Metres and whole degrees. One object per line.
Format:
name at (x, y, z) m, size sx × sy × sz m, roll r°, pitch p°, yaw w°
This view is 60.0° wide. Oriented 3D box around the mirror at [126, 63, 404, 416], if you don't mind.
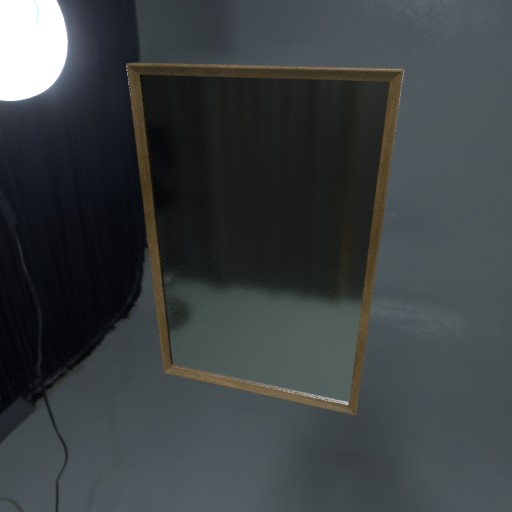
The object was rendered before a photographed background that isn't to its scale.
mirror at (0.000, 0.000, 1.157) m, size 0.609 × 0.915 × 0.041 m, roll 8°, pitch 28°, yaw 15°
